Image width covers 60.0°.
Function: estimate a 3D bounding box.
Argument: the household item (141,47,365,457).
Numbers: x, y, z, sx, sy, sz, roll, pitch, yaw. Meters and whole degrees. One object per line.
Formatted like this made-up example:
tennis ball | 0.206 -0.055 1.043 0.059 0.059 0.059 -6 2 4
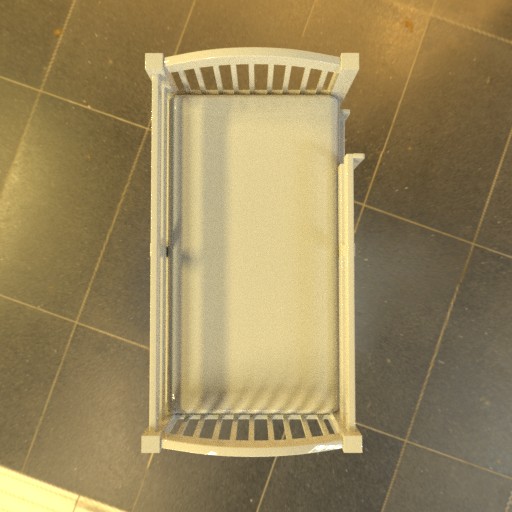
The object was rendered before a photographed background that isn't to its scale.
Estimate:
household item | 0.000 0.000 3.167 1.143 2.032 2.032 0 88 0
